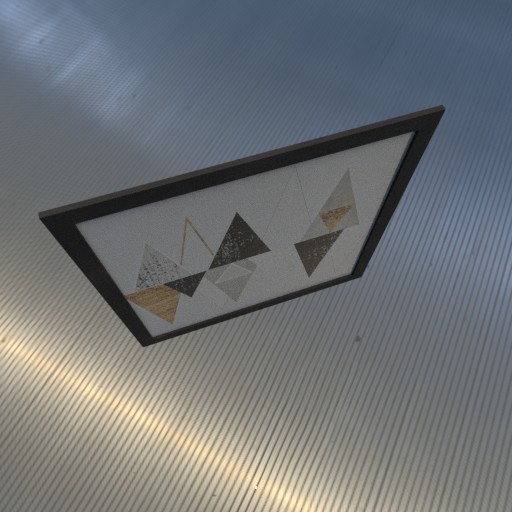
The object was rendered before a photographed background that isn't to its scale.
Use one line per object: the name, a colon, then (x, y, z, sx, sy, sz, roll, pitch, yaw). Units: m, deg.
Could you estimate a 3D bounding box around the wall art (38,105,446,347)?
wall art: (0.000, 0.000, 1.221, 0.823, 0.823, 0.013, -17, 64, -9)
